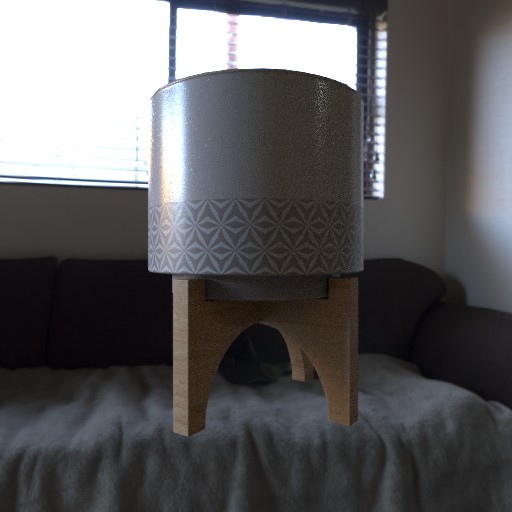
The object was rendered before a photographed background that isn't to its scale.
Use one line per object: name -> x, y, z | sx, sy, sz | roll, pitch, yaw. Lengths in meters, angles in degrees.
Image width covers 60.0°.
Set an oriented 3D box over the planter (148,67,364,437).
planter -> 0.000, 0.000, 0.526 | 0.249, 0.343, 0.249 | 0, 0, 0
